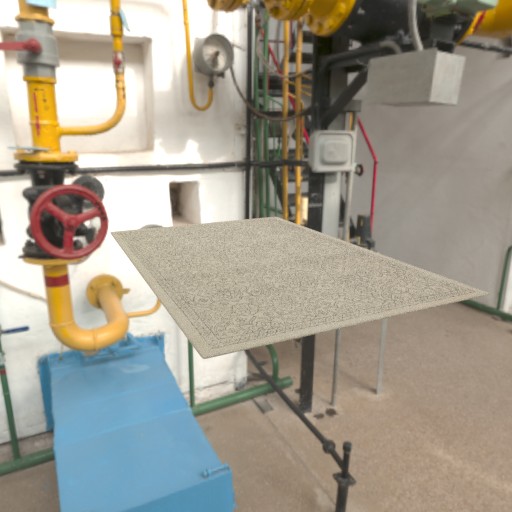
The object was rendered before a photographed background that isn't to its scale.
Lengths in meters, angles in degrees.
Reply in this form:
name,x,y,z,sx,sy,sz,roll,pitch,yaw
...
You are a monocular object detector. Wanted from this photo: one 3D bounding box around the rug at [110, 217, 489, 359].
name,x,y,z,sx,sy,sz,roll,pitch,yaw
rug,0.000,0.000,2.327,1.219,0.010,1.829,-7,17,-25
